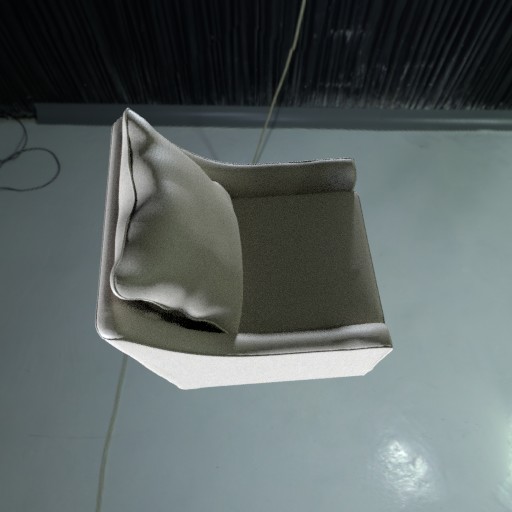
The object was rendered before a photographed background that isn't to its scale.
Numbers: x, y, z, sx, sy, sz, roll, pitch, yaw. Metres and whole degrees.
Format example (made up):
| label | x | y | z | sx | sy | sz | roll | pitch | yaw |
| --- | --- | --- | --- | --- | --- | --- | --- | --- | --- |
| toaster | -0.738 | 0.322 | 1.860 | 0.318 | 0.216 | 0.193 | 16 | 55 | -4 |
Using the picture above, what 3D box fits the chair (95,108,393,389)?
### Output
| label | x | y | z | sx | sy | sz | roll | pitch | yaw |
| --- | --- | --- | --- | --- | --- | --- | --- | --- | --- |
| chair | 0.000 | 0.000 | 1.603 | 0.876 | 0.942 | 0.760 | -4 | 64 | -2 |
